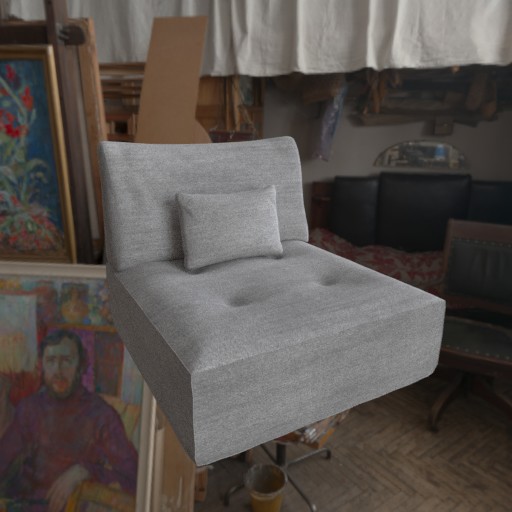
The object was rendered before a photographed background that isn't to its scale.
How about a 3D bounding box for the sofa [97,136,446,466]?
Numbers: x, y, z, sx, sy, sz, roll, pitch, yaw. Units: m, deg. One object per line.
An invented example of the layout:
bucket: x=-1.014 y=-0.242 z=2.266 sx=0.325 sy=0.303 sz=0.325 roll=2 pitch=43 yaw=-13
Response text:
sofa: x=0.000 y=0.000 z=1.674 sx=0.930 sy=0.820 sz=1.000 roll=-10 pitch=20 yaw=-28
